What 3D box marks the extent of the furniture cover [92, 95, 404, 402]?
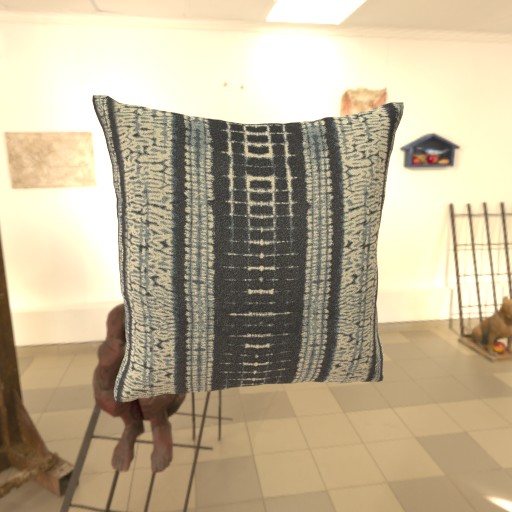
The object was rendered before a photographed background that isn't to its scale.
[{"bbox_3d":[0.000,0.000,0.644,0.425,0.435,0.133,-2,13,-9],"label":"furniture cover"}]
